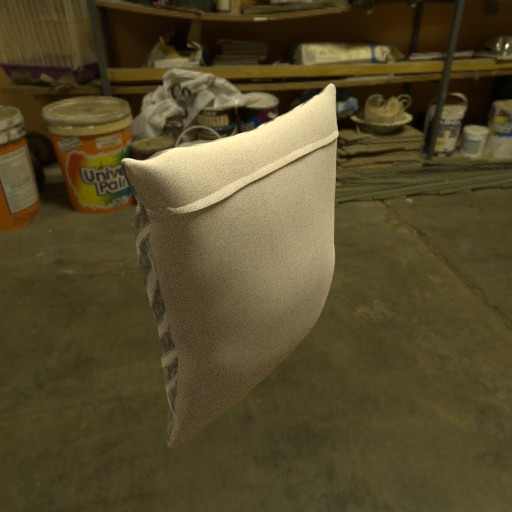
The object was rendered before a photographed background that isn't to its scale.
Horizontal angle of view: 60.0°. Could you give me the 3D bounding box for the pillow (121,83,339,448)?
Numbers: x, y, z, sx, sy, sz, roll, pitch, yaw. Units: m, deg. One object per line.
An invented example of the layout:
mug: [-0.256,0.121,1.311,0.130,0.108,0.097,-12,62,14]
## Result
pillow: [0.000,0.000,0.678,0.182,0.441,0.440,21,37,30]
